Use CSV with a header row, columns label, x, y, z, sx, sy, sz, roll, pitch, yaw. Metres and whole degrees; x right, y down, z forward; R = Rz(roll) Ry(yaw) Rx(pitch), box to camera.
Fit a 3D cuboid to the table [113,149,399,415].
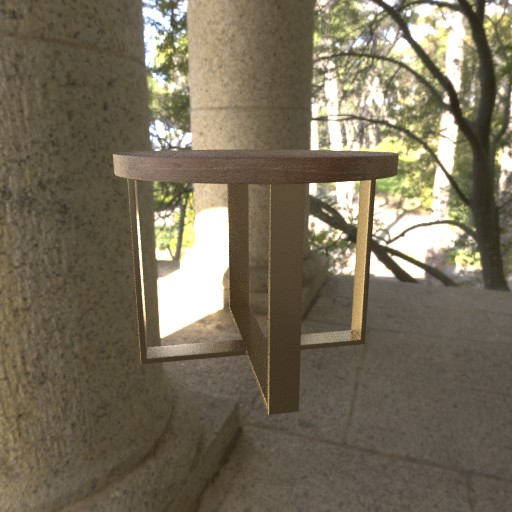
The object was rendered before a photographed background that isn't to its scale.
label,x,y,z,sx,sy,sz,roll,pitch,yaw
table,0.000,0.000,0.960,0.557,0.437,0.557,0,15,0
